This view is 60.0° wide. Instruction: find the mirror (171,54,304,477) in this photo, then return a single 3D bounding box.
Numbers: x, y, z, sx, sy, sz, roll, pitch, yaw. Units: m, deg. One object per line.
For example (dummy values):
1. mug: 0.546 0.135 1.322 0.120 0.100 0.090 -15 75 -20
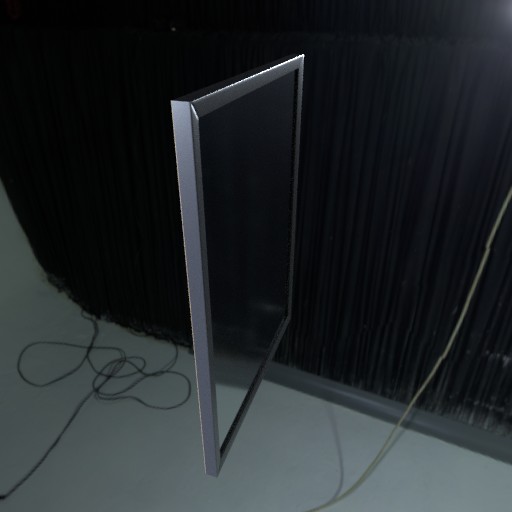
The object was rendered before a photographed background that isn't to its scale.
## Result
1. mirror: 0.000 0.000 1.305 0.040 1.016 0.762 10 32 17
